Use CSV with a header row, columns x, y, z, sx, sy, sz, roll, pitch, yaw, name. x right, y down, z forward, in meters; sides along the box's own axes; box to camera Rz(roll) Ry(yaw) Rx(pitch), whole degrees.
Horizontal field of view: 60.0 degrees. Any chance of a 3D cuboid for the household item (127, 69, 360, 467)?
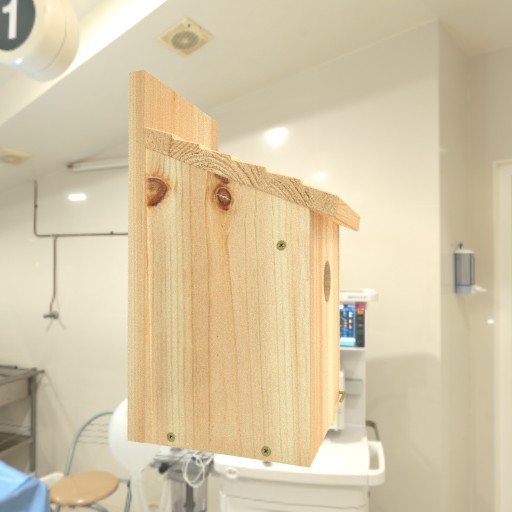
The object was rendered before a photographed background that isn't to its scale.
x,y,z,sx,sy,sz,roll,pitch,yaw,name
0.000,0.000,0.401,0.171,0.300,0.149,0,-1,19,household item
